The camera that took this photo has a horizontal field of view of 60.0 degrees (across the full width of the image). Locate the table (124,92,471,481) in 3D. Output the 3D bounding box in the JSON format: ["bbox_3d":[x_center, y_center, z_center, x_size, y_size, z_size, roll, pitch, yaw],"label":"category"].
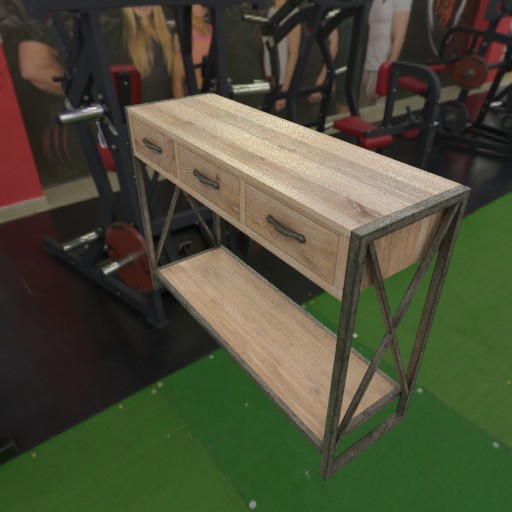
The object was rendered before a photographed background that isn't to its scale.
[{"bbox_3d":[0.000,0.000,1.415,0.361,0.763,1.059,-22,39,-30],"label":"table"}]
